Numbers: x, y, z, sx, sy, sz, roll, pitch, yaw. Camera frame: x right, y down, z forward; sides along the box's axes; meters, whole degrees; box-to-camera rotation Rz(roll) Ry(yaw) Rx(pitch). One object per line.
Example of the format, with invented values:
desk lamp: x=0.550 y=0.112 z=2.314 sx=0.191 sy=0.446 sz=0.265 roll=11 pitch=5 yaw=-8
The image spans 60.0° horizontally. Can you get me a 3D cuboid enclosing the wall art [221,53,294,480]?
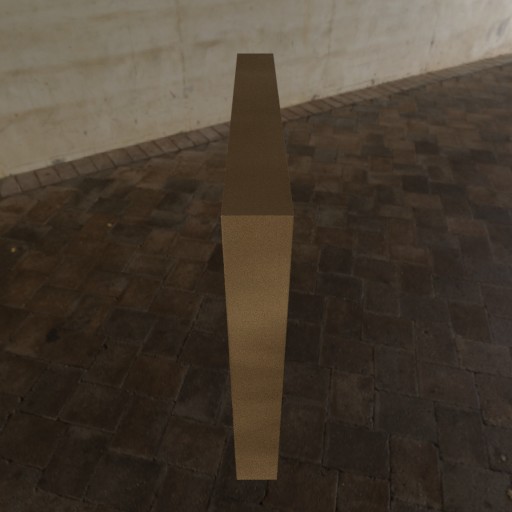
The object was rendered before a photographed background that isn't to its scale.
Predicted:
wall art: x=0.000 y=0.000 z=0.446 sx=0.038 sy=0.303 sz=0.305 roll=0 pitch=39 yaw=0
